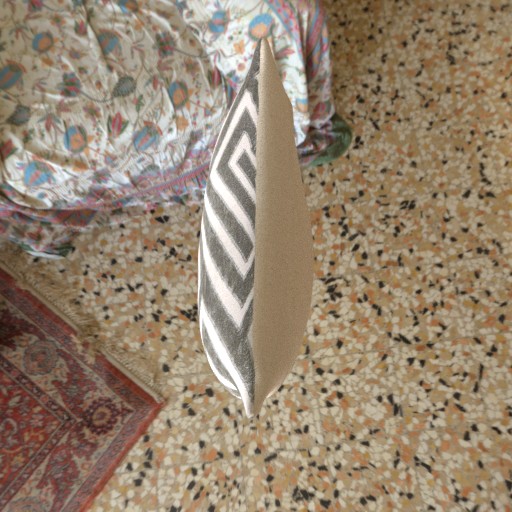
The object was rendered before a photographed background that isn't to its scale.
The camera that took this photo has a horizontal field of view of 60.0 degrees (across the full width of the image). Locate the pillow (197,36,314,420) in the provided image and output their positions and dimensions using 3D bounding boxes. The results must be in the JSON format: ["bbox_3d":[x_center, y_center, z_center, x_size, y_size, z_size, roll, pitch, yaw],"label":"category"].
[{"bbox_3d":[0.000,0.000,0.675,0.182,0.441,0.440,2,74,0],"label":"pillow"}]
